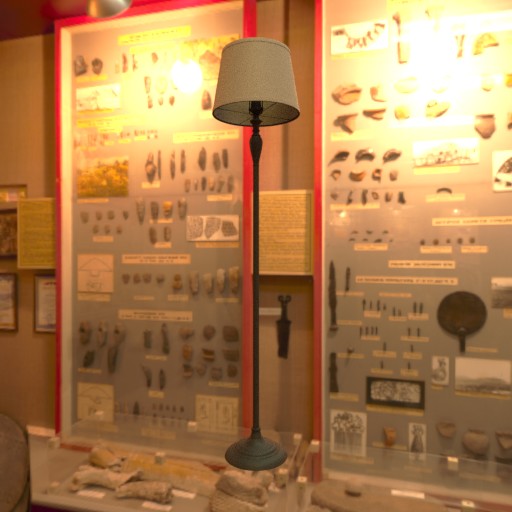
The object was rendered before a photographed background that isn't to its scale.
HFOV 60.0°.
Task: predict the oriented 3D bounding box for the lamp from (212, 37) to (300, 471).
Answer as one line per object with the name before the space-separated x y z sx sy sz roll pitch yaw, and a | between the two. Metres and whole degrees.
lamp | 0.000 0.000 1.661 0.327 1.506 0.327 0 1 17
